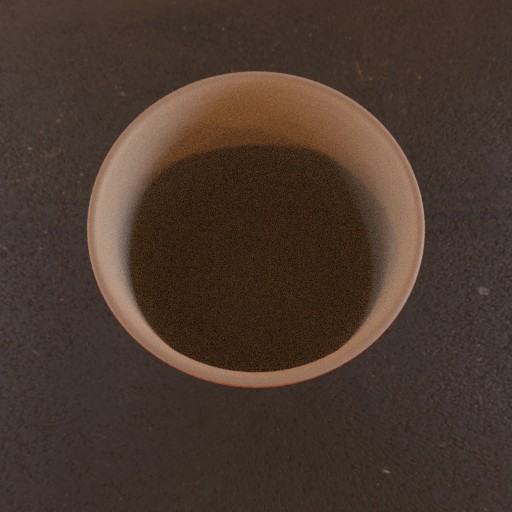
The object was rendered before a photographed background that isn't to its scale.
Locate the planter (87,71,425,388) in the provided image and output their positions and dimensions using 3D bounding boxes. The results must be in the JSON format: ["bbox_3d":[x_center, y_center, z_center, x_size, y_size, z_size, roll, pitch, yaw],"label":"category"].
[{"bbox_3d":[0.000,0.000,0.363,0.208,0.190,0.208,0,73,0],"label":"planter"}]
